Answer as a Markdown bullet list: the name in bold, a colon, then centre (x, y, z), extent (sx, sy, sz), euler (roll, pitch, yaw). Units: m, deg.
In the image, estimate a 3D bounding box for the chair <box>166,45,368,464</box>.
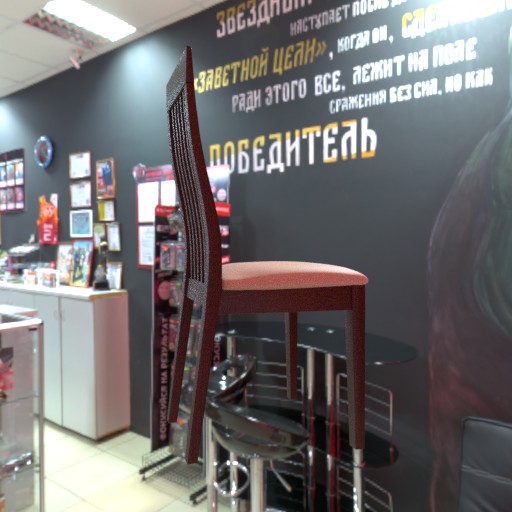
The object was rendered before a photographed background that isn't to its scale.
- **chair**: centre (0.000, 0.000, 1.298), extent (0.474, 1.027, 0.460), euler (-1, 2, -21)
